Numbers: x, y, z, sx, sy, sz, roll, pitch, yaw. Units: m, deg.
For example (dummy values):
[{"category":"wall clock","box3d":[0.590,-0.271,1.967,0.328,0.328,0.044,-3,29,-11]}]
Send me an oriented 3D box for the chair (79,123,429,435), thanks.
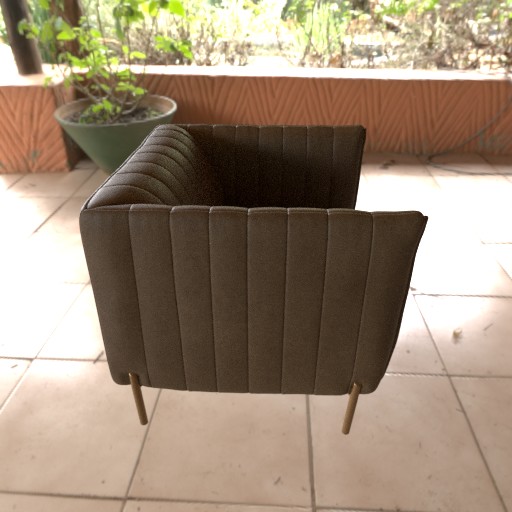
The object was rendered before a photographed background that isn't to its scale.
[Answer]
[{"category":"chair","box3d":[0.000,0.000,1.648,0.876,0.779,0.981,1,30,2]}]
